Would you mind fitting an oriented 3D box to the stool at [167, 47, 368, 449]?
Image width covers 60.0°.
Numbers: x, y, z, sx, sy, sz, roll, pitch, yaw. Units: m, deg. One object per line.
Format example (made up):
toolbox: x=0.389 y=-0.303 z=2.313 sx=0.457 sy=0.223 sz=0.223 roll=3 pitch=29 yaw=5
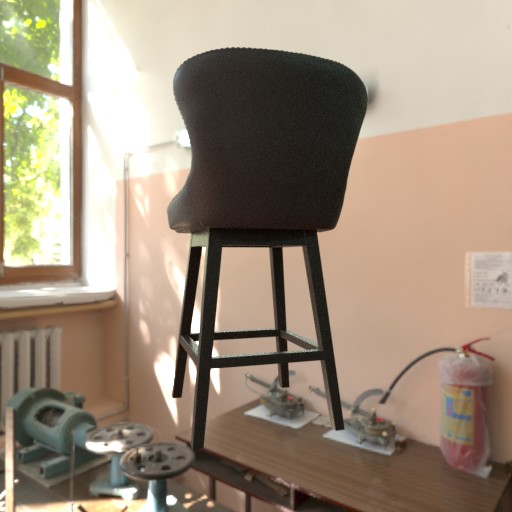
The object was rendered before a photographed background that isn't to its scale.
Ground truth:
stool: x=0.000 y=0.000 z=1.315 sx=0.528 sy=0.971 sz=0.593 roll=0 pitch=0 yaw=-17
